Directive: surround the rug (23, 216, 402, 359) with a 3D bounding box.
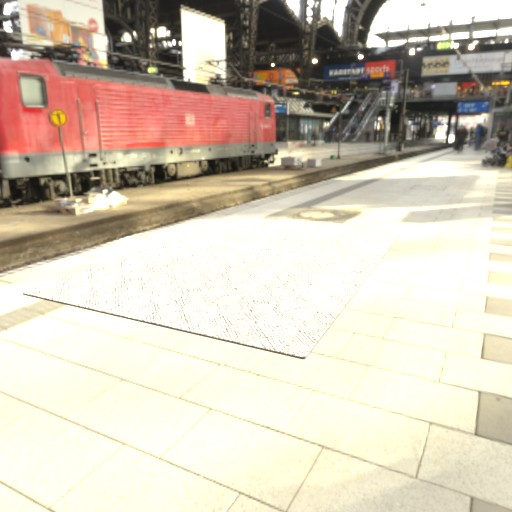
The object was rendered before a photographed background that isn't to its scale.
[{"bbox_3d":[0.000,0.000,2.264,1.175,0.008,1.783,8,18,25],"label":"rug"}]
